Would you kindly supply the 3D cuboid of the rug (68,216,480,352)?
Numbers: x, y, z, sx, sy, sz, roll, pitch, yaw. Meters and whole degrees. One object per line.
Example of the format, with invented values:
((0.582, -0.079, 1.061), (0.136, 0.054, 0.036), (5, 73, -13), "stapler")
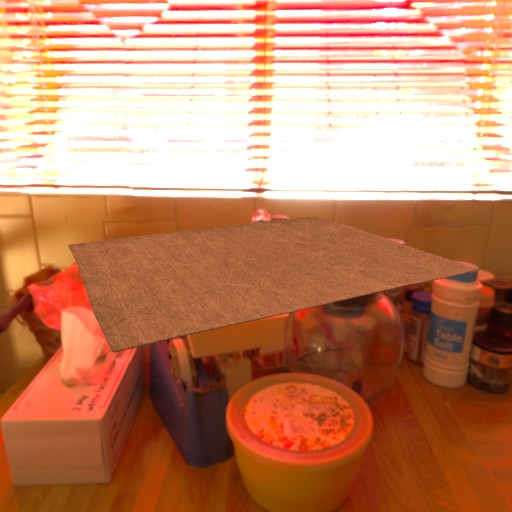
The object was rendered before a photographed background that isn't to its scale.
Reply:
((0.000, 0.000, 4.108), (3.048, 0.013, 2.438), (-9, 19, -26), "rug")
